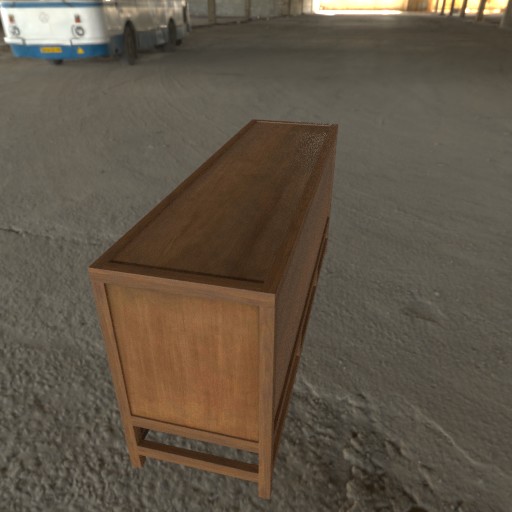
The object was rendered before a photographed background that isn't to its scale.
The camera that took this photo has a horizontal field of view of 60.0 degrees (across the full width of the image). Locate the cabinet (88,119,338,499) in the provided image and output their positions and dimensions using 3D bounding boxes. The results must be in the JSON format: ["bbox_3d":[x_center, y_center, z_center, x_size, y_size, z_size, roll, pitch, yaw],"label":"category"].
[{"bbox_3d":[0.000,0.000,2.024,0.522,0.820,1.708,7,31,12],"label":"cabinet"}]
